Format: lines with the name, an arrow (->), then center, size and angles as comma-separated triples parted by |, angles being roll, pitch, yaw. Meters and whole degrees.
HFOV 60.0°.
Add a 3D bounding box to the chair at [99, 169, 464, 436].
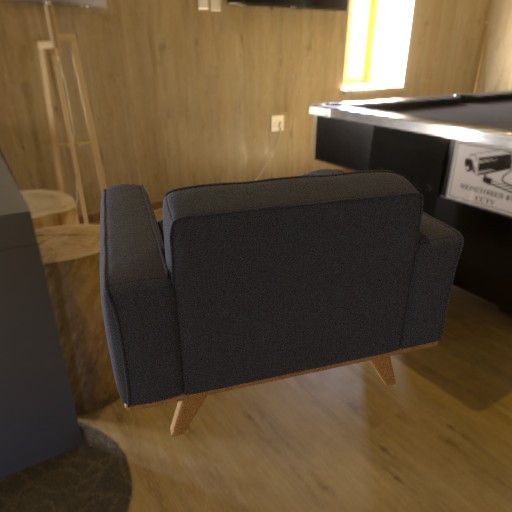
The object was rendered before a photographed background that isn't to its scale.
chair -> 0.000, 0.000, 1.704 | 1.118, 0.783, 0.953 | -8, 26, -16
